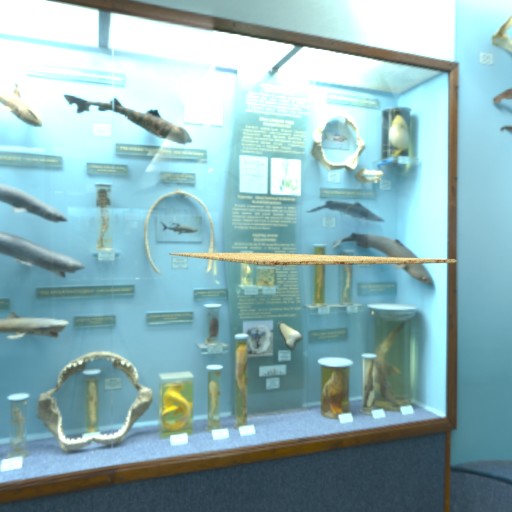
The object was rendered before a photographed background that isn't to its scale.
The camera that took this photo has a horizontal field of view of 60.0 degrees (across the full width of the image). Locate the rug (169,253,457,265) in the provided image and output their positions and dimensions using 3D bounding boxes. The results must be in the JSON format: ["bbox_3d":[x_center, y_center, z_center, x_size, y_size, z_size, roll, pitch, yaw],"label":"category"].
[{"bbox_3d":[0.000,0.000,2.425,0.680,0.014,2.237,0,1,-18],"label":"rug"}]
